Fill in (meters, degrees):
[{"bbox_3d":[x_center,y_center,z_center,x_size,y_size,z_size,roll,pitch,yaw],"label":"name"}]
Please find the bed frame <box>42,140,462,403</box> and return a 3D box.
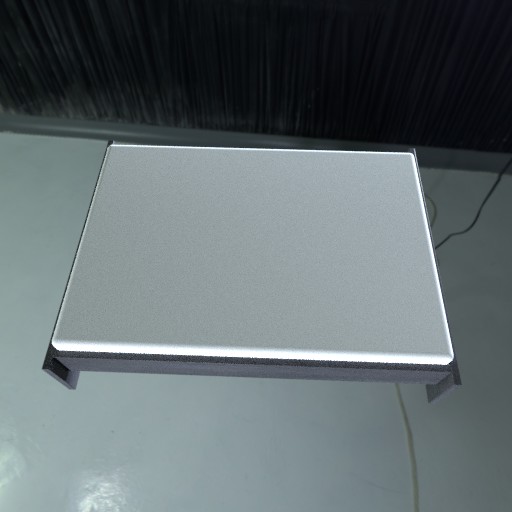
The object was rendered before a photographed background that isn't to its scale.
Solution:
[{"bbox_3d":[0.000,0.000,2.562,1.950,0.432,1.490,2,59,1],"label":"bed frame"}]
